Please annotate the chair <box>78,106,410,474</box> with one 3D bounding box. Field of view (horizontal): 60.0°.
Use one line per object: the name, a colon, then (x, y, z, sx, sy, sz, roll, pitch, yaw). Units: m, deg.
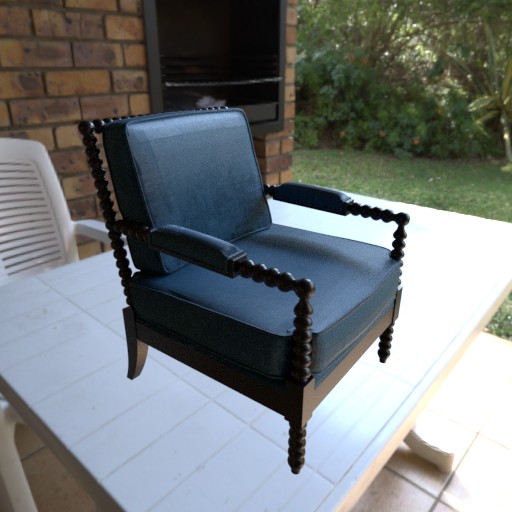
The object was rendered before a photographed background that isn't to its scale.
chair: (0.000, 0.000, 1.424, 0.805, 0.857, 0.688, 17, 28, 33)
